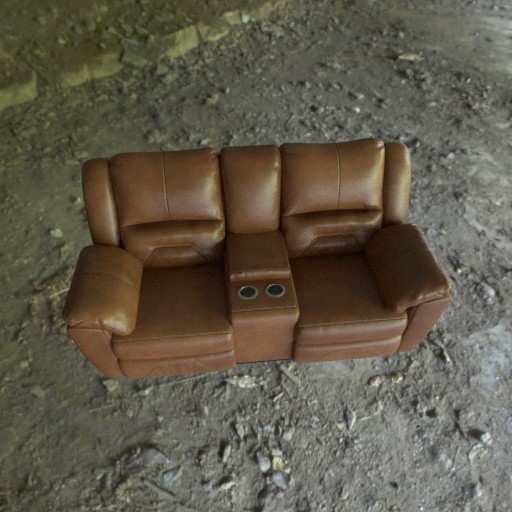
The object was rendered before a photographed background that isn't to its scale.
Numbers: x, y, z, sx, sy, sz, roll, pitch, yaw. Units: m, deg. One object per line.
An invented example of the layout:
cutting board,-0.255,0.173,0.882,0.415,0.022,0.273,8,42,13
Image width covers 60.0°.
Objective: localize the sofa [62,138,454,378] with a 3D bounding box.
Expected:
sofa,0.000,0.000,2.651,2.058,1.043,0.991,-4,46,-4
